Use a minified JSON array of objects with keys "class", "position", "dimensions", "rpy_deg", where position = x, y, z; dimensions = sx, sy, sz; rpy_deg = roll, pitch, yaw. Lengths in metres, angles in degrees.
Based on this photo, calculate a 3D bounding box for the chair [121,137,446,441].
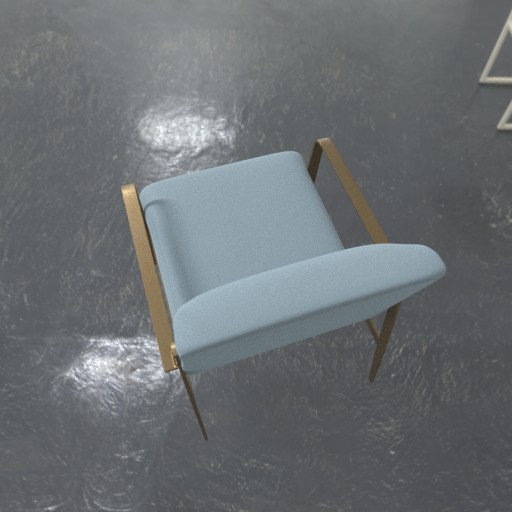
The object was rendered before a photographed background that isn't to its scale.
[{"class":"chair","position":[0.000,0.000,1.436],"dimensions":[0.701,0.824,0.842],"rpy_deg":[-16,57,-10]}]
